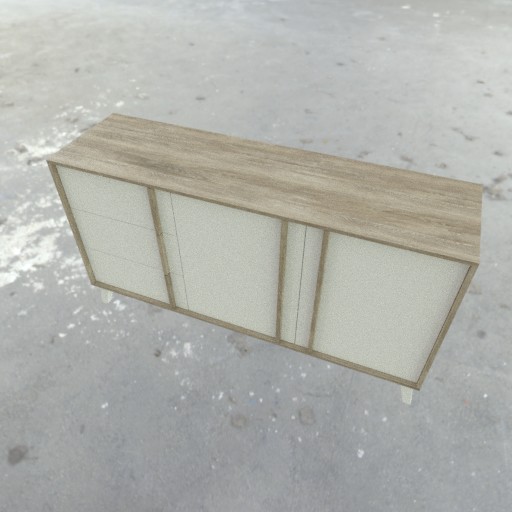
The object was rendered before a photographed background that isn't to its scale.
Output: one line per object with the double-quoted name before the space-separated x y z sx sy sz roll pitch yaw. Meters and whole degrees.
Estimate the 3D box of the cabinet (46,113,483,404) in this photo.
"cabinet" 0.000 0.000 1.975 1.600 0.870 0.450 15 45 16
